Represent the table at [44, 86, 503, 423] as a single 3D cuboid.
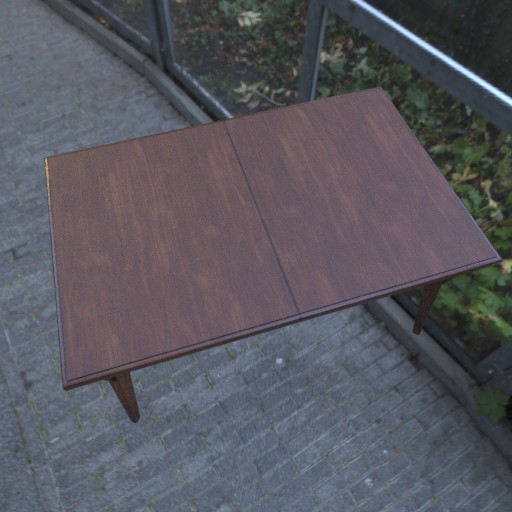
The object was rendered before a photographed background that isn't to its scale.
[{"bbox_3d":[0.000,0.000,2.016,1.524,0.761,0.990,-15,60,-9],"label":"table"}]
